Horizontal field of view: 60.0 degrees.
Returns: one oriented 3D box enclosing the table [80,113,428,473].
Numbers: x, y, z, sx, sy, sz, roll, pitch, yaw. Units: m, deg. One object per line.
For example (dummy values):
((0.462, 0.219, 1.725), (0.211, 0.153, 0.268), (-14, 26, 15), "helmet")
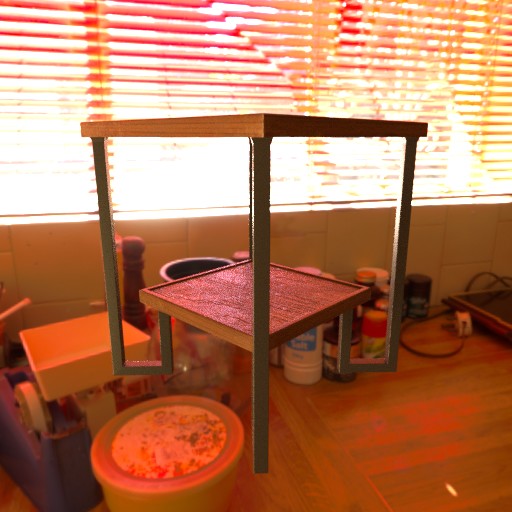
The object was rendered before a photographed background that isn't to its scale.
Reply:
((0.000, 0.000, 0.974), (0.503, 0.563, 0.503), (14, 20, 42), "table")
